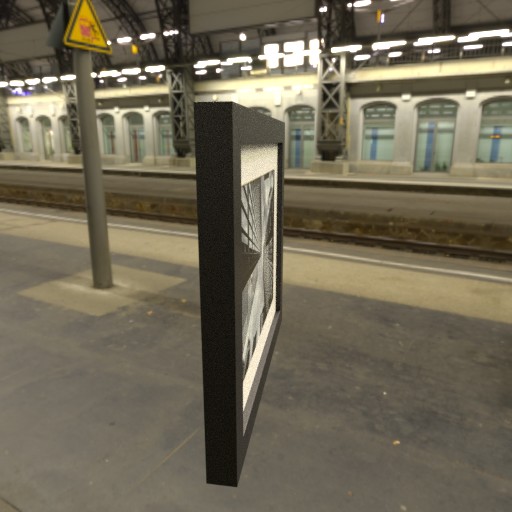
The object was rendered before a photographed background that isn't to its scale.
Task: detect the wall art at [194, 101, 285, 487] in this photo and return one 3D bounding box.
[{"bbox_3d":[0.000,0.000,0.533,0.028,0.321,0.381,2,15,9],"label":"wall art"}]
